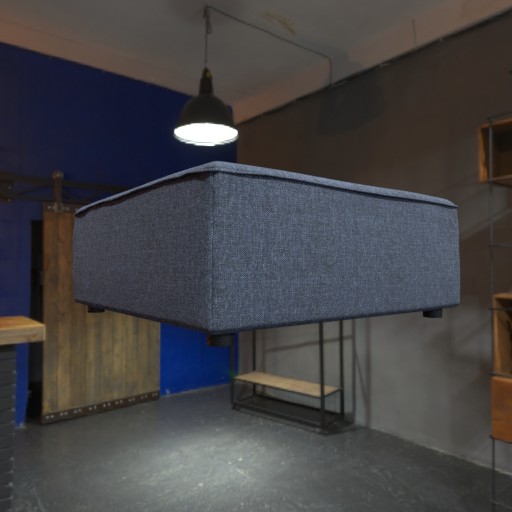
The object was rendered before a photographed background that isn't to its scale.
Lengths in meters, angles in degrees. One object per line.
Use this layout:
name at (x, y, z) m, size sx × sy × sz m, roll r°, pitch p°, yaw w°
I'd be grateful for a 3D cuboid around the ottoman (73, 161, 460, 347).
ottoman at (0.000, 0.000, 1.605) m, size 1.023 × 0.423 × 1.017 m, roll 1°, pitch -1°, yaw -37°
